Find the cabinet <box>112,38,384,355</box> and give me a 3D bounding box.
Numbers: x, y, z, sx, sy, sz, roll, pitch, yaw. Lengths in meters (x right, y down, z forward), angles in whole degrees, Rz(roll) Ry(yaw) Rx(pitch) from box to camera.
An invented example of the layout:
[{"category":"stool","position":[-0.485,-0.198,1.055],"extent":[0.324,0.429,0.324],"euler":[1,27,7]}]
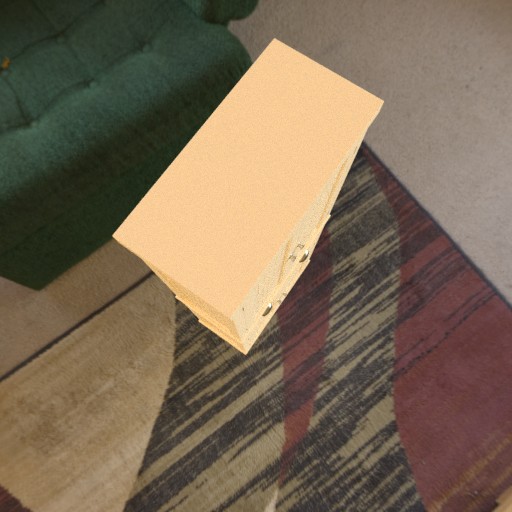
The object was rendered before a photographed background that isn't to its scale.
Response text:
[{"category":"cabinet","position":[0.000,0.000,2.089],"extent":[0.390,1.829,0.754],"euler":[34,77,9]}]
